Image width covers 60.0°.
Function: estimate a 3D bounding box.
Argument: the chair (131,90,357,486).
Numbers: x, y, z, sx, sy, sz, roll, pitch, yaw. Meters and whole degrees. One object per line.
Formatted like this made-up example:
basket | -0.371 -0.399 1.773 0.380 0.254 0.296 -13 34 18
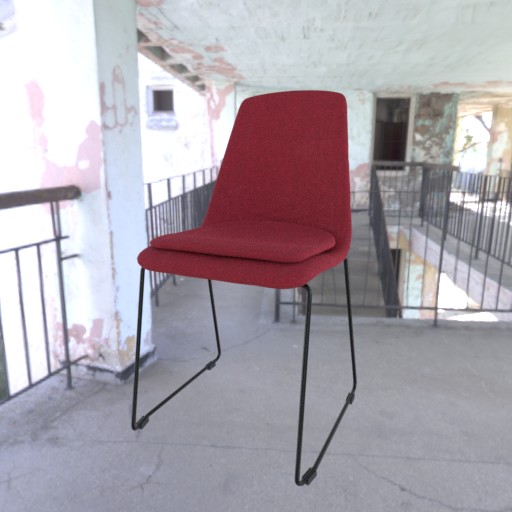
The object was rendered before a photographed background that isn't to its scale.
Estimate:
chair | 0.000 0.000 1.138 0.479 0.858 0.518 6 15 25
